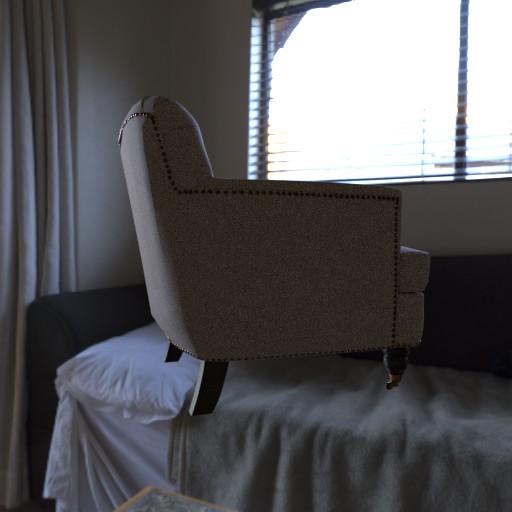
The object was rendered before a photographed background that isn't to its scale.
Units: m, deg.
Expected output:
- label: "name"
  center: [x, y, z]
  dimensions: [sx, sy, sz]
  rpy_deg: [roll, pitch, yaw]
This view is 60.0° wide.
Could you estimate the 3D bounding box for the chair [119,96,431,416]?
- label: "chair"
  center: [0.000, 0.000, 1.529]
  dimensions: [0.902, 0.823, 0.737]
  rpy_deg: [0, 1, -19]
